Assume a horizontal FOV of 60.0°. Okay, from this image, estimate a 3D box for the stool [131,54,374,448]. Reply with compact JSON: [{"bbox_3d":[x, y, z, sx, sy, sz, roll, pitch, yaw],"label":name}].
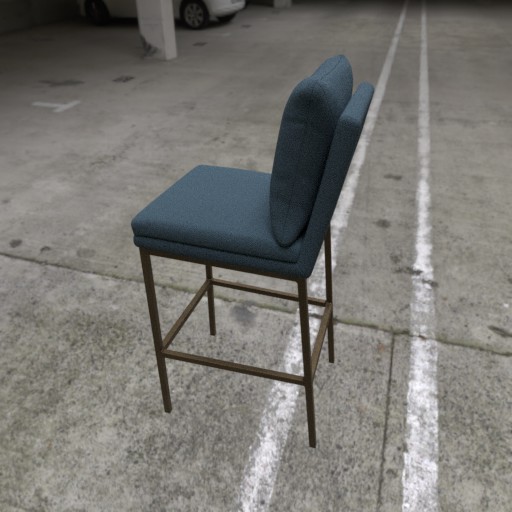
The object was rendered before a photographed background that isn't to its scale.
[{"bbox_3d":[0.000,0.000,1.386,0.568,1.124,0.463,9,32,15],"label":"stool"}]
